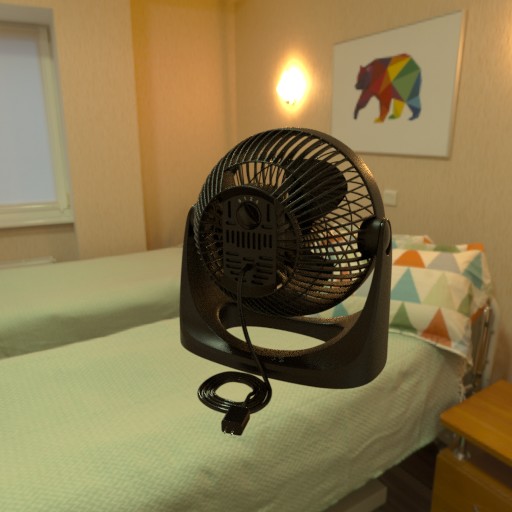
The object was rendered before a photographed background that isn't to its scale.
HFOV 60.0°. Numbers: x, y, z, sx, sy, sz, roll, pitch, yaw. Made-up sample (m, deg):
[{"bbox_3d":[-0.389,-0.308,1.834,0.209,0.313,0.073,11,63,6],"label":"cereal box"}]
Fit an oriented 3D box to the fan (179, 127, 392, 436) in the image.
[{"bbox_3d":[0.000,0.000,0.493,0.273,0.277,0.256,8,17,26],"label":"fan"}]
